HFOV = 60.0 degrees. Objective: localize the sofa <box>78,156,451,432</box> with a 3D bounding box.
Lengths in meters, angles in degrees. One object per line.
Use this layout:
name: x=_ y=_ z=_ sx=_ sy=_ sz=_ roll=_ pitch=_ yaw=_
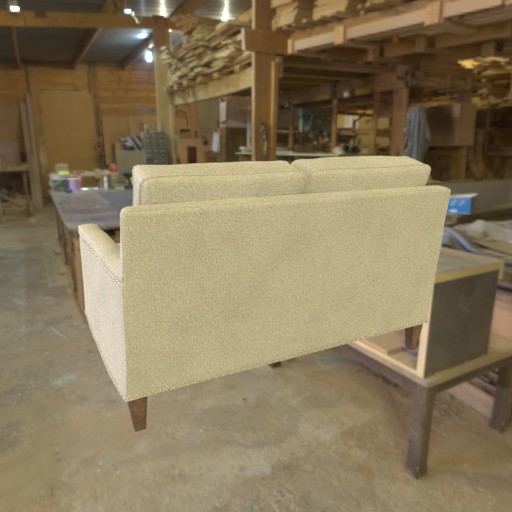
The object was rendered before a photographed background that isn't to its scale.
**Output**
sofa: x=0.000 y=0.000 z=2.259 sx=1.597 sy=1.003 sz=1.084 roll=-8 pitch=17 yaw=-27
